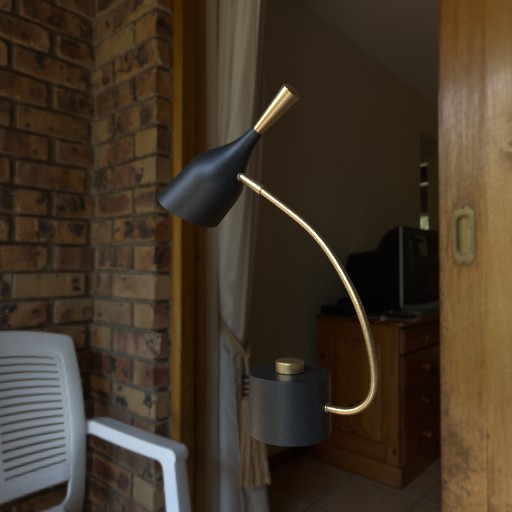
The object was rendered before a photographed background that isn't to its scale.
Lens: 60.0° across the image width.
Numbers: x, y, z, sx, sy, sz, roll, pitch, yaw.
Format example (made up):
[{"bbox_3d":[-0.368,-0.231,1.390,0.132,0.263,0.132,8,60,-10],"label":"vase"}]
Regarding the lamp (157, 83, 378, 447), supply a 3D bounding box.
[{"bbox_3d":[0.000,0.000,0.626,0.352,0.464,0.110,-1,-1,36],"label":"lamp"}]
